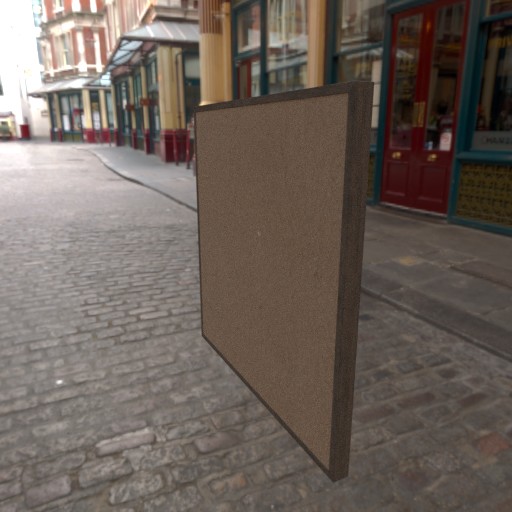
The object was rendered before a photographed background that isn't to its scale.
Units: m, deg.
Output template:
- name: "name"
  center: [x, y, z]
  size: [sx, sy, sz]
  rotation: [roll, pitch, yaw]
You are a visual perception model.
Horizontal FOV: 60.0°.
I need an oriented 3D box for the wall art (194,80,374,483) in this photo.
- name: "wall art"
  center: [0.000, 0.000, 1.132]
  size: [0.038, 0.762, 0.762]
  rotation: [-8, 17, -26]
